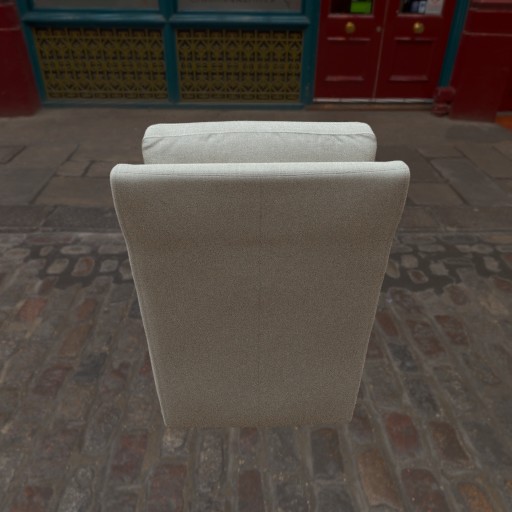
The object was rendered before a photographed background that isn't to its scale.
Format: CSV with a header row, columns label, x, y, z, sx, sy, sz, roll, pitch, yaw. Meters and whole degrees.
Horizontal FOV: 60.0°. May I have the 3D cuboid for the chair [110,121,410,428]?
label,x,y,z,sx,sy,sz,roll,pitch,yaw
chair,0.000,0.000,1.345,0.626,0.914,0.694,-1,32,-2
